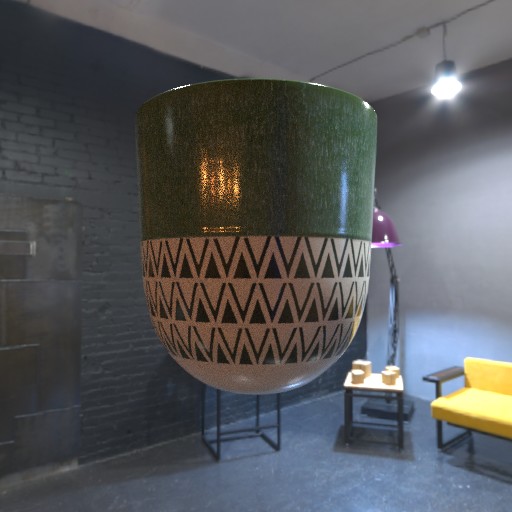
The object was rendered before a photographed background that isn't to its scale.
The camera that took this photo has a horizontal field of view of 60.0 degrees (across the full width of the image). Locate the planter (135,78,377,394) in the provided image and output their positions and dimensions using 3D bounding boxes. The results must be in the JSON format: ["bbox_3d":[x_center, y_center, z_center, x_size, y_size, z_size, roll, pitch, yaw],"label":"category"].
[{"bbox_3d":[0.000,0.000,0.367,0.195,0.214,0.195,0,-1,0],"label":"planter"}]
